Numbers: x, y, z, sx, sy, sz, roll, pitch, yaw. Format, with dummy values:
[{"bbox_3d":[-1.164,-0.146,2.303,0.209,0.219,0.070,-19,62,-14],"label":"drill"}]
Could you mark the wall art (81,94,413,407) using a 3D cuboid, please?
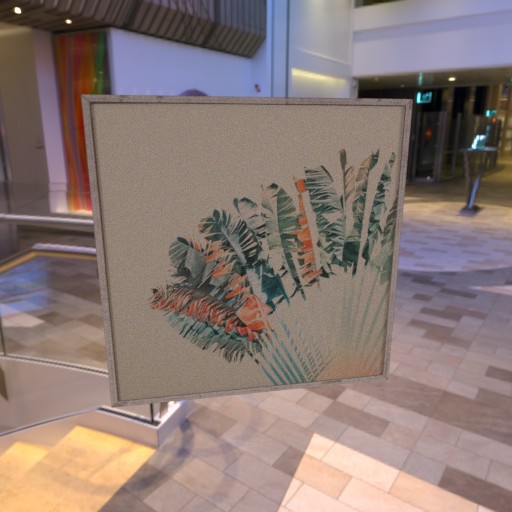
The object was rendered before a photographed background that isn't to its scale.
[{"bbox_3d":[0.000,0.000,0.750,0.508,0.506,0.029,-3,16,-10],"label":"wall art"}]
